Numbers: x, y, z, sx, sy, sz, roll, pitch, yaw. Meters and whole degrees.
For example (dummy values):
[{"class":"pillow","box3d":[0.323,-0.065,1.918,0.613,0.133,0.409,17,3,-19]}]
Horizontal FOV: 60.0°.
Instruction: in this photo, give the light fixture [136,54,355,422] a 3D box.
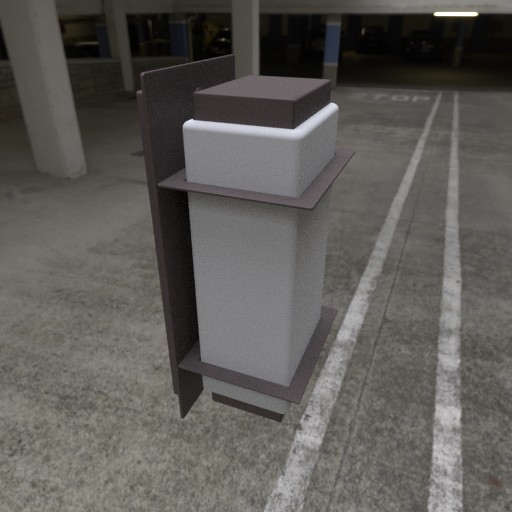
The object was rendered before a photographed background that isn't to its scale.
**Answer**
[{"class":"light fixture","box3d":[0.000,0.000,0.436,0.146,0.347,0.153,11,31,19]}]
